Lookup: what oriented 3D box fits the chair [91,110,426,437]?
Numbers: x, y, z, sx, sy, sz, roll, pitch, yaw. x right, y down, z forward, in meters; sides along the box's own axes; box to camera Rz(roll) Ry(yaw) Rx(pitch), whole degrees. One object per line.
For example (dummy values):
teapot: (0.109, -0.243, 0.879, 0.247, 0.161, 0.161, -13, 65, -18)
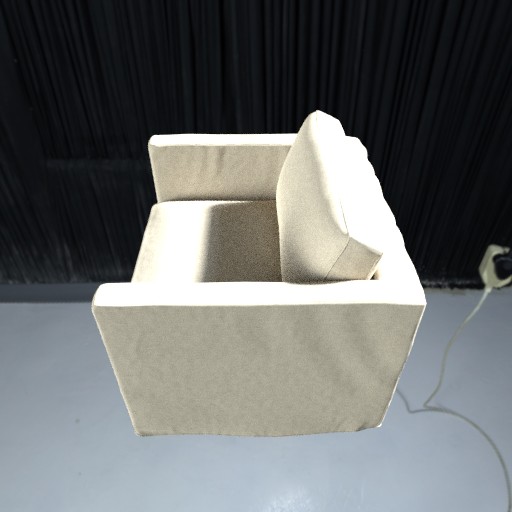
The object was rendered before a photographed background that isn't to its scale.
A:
chair: (0.000, 0.000, 1.754, 0.949, 0.867, 1.057, -1, 41, -1)
